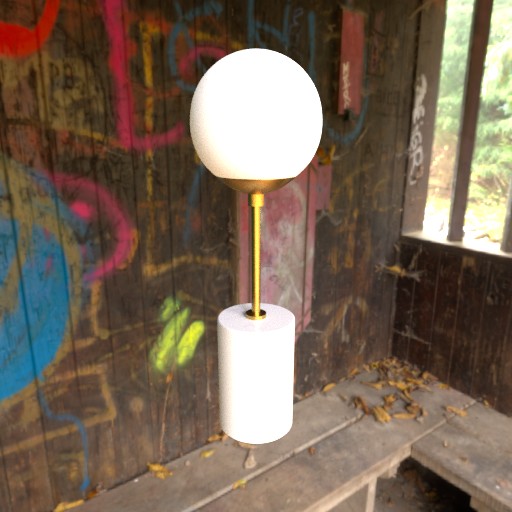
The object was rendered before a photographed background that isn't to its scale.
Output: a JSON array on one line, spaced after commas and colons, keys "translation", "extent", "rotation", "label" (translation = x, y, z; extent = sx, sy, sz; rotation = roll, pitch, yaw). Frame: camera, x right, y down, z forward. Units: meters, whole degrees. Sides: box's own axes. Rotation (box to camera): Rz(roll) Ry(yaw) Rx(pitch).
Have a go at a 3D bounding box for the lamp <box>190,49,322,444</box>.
[{"translation": [0.000, 0.000, 0.562], "extent": [0.153, 0.480, 0.153], "rotation": [0, 15, 0], "label": "lamp"}]
